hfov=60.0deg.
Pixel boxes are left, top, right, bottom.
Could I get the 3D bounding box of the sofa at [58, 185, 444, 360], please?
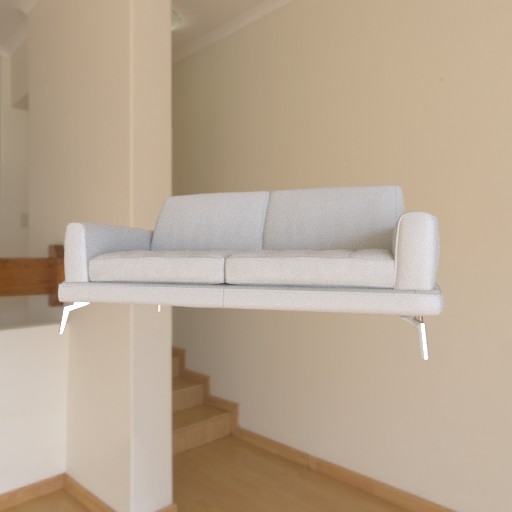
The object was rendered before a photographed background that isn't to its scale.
[{"bbox_3d":[0.000,0.000,2.807,2.177,0.930,1.121,0,0,19],"label":"sofa"}]
